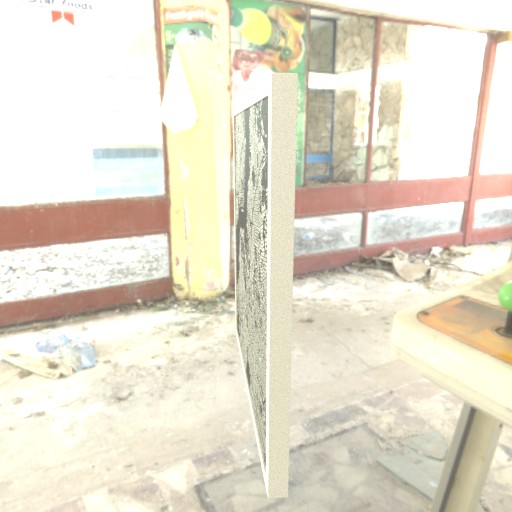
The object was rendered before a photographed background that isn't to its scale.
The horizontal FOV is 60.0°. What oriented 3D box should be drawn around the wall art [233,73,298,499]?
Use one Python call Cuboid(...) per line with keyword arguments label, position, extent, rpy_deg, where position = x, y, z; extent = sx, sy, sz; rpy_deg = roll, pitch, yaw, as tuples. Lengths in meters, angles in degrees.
Cuboid(label="wall art", position=(0.000, 0.000, 1.118), extent=(0.050, 0.762, 0.761), rpy_deg=(-2, 15, -7))
